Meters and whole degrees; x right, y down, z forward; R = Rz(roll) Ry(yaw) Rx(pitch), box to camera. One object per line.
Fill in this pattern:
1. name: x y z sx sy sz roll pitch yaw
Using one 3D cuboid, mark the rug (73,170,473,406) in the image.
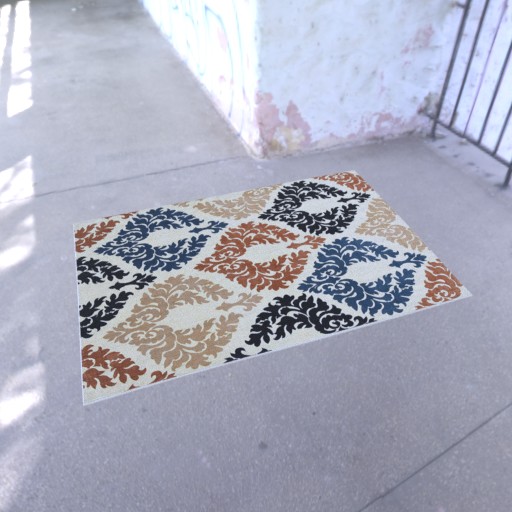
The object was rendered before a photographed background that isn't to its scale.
1. rug: 0.000 0.000 2.939 2.275 0.014 1.514 -13 44 -14
